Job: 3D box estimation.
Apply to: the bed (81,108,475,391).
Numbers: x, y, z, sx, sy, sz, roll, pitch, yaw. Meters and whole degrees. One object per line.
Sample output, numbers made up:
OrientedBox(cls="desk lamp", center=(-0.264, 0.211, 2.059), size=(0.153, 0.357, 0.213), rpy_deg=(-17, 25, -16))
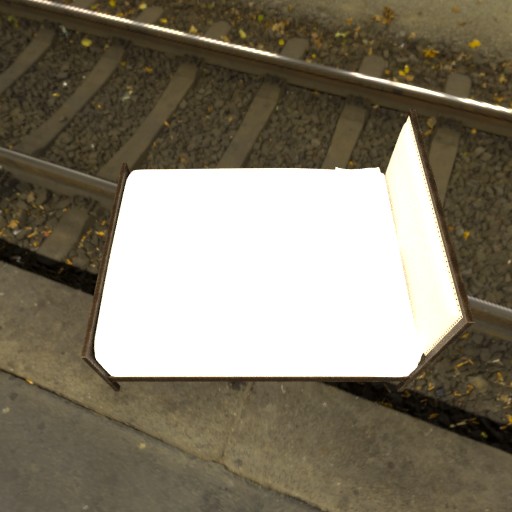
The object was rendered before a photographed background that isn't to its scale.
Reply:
OrientedBox(cls="bed", center=(0.000, 0.000, 3.227), size=(2.221, 1.313, 1.607), rpy_deg=(0, 58, 0))
